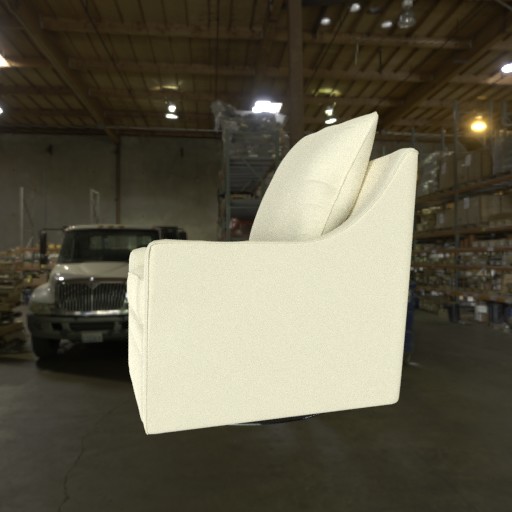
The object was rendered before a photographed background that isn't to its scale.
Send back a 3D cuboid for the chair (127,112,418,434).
[{"bbox_3d":[0.000,0.000,1.610,0.876,0.965,0.756,0,-1,-19],"label":"chair"}]
